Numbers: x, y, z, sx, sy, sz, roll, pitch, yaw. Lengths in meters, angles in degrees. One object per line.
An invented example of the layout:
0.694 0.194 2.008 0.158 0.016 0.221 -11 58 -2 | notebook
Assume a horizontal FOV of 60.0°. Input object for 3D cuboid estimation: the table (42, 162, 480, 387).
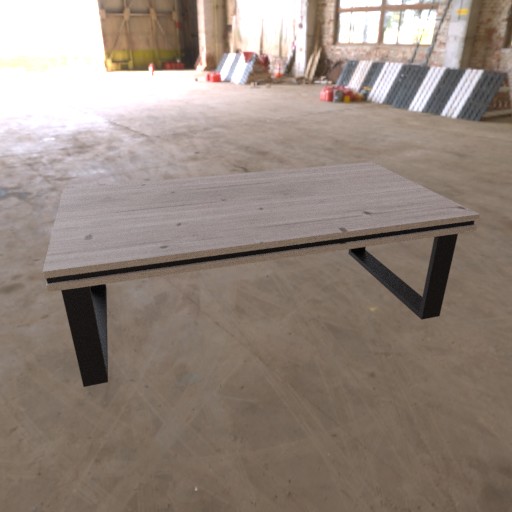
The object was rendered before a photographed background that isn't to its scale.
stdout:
0.000 0.000 1.702 1.350 0.450 0.700 -8 28 -15 | table
